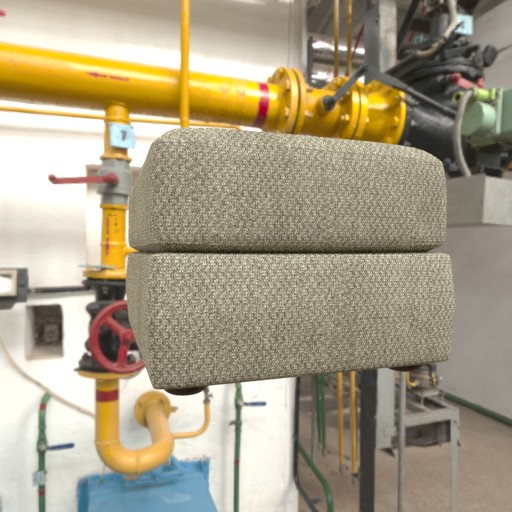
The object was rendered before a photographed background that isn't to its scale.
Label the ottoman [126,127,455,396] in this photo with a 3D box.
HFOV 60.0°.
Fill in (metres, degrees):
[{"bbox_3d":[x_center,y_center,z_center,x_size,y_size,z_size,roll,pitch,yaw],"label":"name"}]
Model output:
[{"bbox_3d":[0.000,0.000,1.121,0.603,0.476,0.751,0,1,-19],"label":"ottoman"}]
